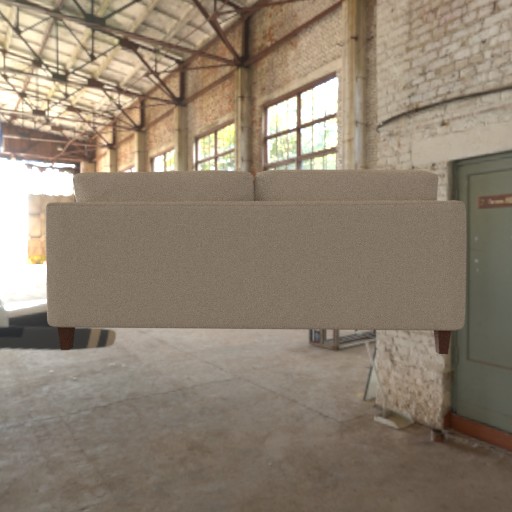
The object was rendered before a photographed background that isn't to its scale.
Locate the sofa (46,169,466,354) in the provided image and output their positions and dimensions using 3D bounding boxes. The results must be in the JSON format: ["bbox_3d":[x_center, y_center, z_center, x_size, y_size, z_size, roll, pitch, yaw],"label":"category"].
[{"bbox_3d":[0.000,0.000,2.524,1.981,0.889,0.965,0,1,3],"label":"sofa"}]
